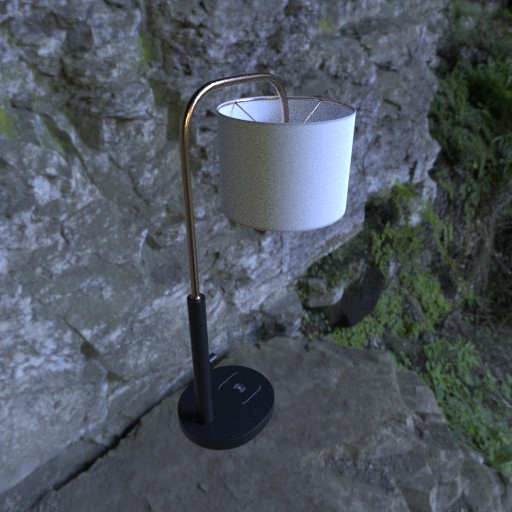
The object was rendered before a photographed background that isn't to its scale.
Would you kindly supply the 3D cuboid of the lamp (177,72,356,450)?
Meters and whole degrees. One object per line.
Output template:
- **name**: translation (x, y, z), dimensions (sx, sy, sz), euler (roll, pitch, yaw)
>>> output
- **lamp**: translation (0.000, 0.000, 0.700), dimensions (0.199, 0.540, 0.337), euler (21, 36, 33)
